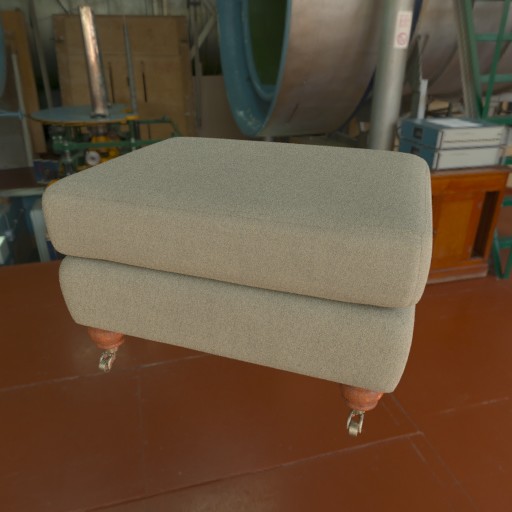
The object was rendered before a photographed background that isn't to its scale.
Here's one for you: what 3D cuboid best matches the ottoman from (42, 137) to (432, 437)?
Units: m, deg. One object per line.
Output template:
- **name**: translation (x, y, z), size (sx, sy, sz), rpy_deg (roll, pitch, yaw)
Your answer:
- **ottoman**: translation (0.000, 0.000, 1.105), size (0.773, 0.504, 0.569), rpy_deg (9, 27, 17)
